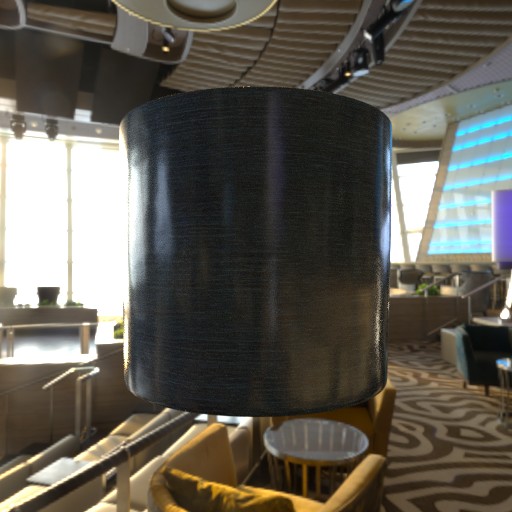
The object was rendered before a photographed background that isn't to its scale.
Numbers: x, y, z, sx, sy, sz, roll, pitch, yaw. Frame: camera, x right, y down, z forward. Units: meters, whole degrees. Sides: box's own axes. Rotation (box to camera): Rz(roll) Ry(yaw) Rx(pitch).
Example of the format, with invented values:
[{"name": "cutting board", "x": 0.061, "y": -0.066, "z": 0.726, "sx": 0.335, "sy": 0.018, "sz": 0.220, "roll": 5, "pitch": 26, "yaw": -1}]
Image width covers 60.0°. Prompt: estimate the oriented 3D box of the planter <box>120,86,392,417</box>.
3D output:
[{"name": "planter", "x": 0.000, "y": 0.000, "z": 0.375, "sx": 0.221, "sy": 0.201, "sz": 0.221, "roll": 0, "pitch": -1, "yaw": 0}]
